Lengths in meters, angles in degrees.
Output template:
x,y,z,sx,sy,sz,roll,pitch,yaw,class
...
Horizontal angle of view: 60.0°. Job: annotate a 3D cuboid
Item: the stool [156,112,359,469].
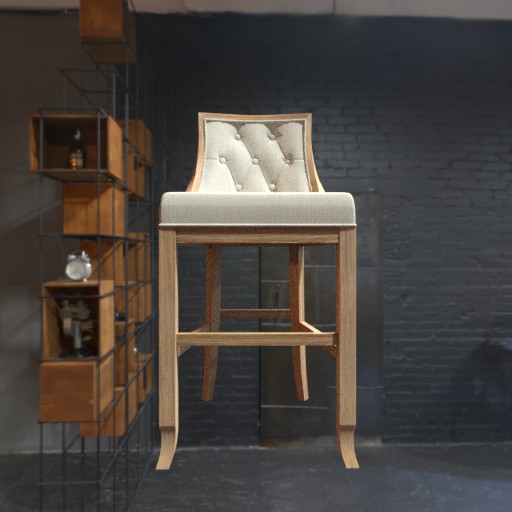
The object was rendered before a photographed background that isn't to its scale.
x,y,z,sx,sy,sz,roll,pitch,yaw,class
0.000,0.000,1.452,0.524,1.101,0.626,0,0,-1,stool
